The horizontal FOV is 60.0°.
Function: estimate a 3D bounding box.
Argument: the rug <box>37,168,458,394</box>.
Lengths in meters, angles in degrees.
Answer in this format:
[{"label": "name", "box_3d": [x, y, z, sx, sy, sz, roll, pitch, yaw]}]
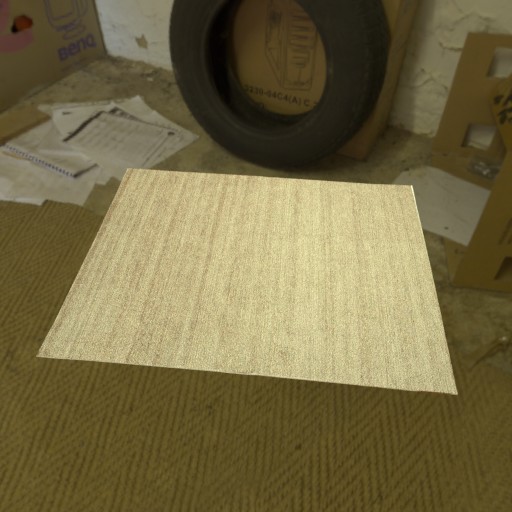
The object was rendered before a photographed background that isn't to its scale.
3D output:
[{"label": "rug", "box_3d": [0.000, 0.000, 4.133, 3.202, 0.045, 2.434, 4, 47, 4]}]
